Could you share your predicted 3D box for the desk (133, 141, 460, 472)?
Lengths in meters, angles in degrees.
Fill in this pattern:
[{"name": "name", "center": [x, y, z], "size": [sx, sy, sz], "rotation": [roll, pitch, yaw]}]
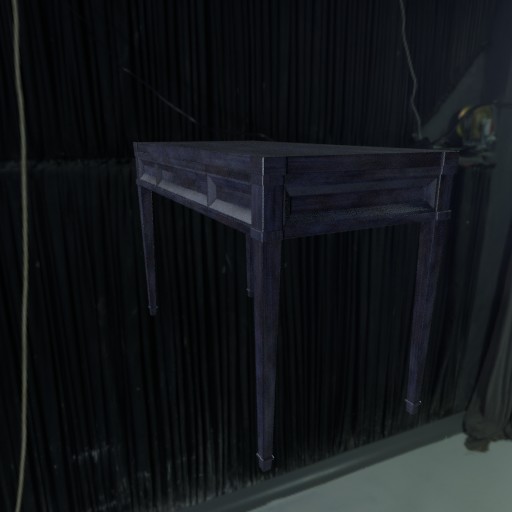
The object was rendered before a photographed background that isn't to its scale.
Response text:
[{"name": "desk", "center": [0.000, 0.000, 1.780], "size": [0.630, 0.861, 1.289], "rotation": [-8, 18, -26]}]
